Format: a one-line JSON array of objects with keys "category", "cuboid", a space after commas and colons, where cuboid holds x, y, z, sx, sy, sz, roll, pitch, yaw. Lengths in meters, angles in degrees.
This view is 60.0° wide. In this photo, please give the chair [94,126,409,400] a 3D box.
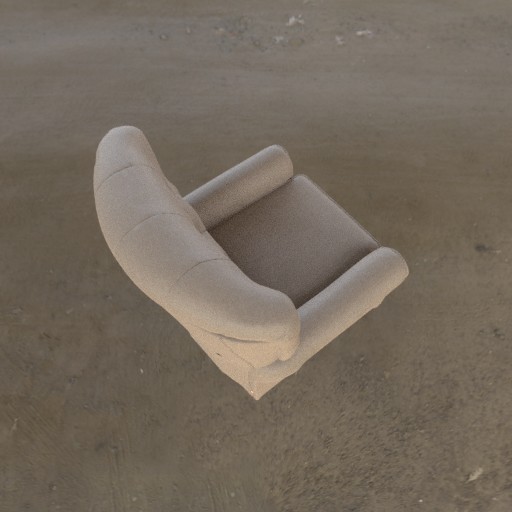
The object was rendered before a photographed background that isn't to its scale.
[{"category": "chair", "cuboid": [0.000, 0.000, 1.909, 1.041, 1.138, 0.999, -33, 64, -18]}]
